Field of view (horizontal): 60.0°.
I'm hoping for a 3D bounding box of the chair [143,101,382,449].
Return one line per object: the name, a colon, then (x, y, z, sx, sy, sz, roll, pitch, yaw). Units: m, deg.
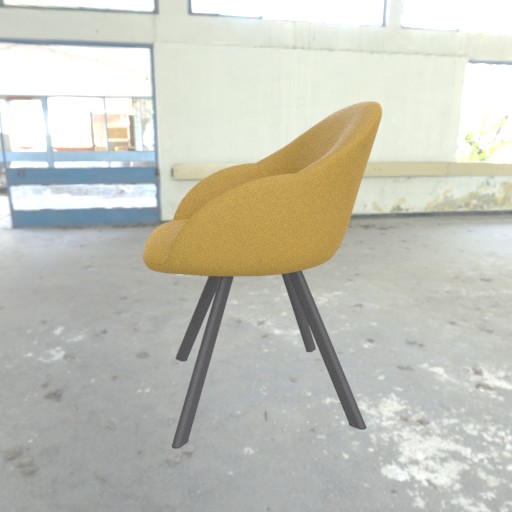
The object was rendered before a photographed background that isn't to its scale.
chair: (0.000, 0.000, 1.193, 0.583, 0.793, 0.551, -2, 14, -9)
